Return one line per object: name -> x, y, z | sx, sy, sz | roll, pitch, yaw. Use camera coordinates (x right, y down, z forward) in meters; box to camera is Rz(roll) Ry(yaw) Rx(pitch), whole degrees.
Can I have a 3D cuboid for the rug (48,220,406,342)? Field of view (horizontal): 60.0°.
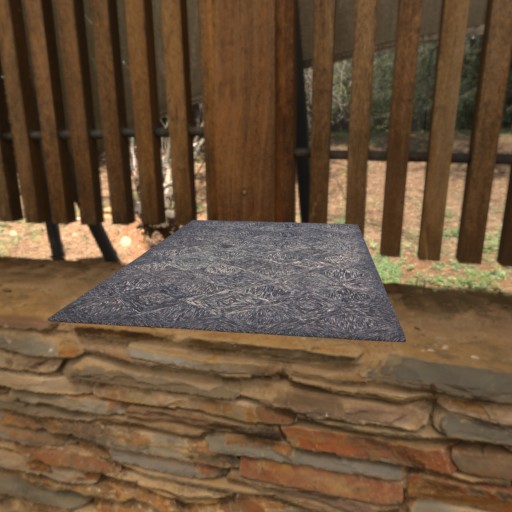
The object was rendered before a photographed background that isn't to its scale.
rug -> 0.000, 0.000, 2.206 | 1.139, 0.010, 1.754 | 2, 15, 8
